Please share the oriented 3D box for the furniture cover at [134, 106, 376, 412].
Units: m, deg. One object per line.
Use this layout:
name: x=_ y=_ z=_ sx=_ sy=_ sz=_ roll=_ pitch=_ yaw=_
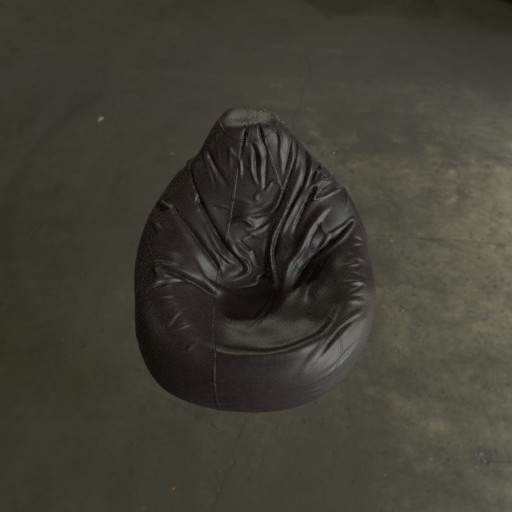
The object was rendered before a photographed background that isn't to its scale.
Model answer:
furniture cover: x=0.000 y=0.000 z=1.908 sx=1.070 sy=0.990 sz=1.070 roll=-4 pitch=47 yaw=-4
